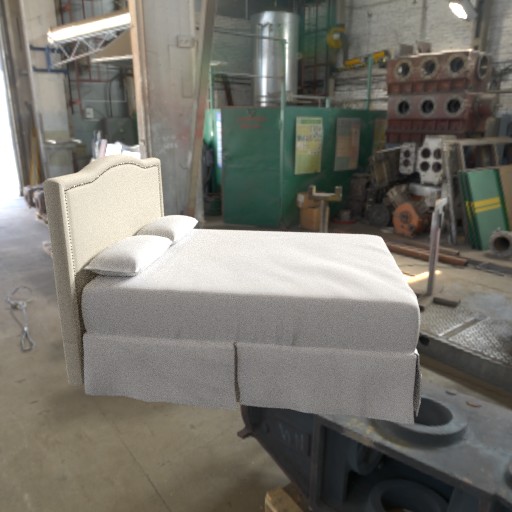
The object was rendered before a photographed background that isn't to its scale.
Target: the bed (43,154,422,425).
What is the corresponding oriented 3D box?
[{"bbox_3d":[0.000,0.000,3.281,2.196,1.449,1.741,2,17,7],"label":"bed"}]
